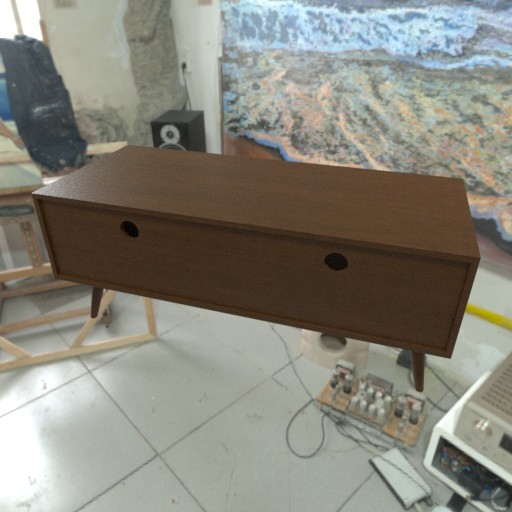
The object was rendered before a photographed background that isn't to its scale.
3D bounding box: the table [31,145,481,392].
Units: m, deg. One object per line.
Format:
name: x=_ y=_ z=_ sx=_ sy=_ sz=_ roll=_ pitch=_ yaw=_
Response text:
table: x=0.000 y=0.000 z=1.368 sx=1.119 sy=0.464 sz=0.490 roll=9 pitch=31 yaw=15
